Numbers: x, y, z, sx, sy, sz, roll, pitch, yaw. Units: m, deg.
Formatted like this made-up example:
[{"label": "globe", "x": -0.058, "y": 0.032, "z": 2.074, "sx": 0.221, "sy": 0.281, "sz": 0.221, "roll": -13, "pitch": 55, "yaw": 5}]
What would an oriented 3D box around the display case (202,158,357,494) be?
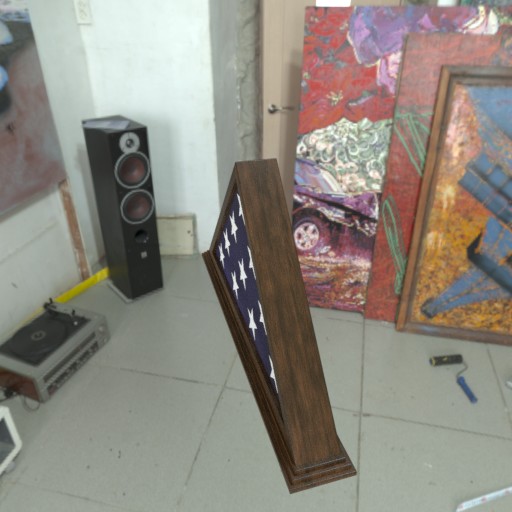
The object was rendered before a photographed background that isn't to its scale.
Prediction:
[{"label": "display case", "x": 0.000, "y": 0.000, "z": 0.764, "sx": 0.095, "sy": 0.340, "sz": 0.640, "roll": -8, "pitch": 31, "yaw": -14}]
